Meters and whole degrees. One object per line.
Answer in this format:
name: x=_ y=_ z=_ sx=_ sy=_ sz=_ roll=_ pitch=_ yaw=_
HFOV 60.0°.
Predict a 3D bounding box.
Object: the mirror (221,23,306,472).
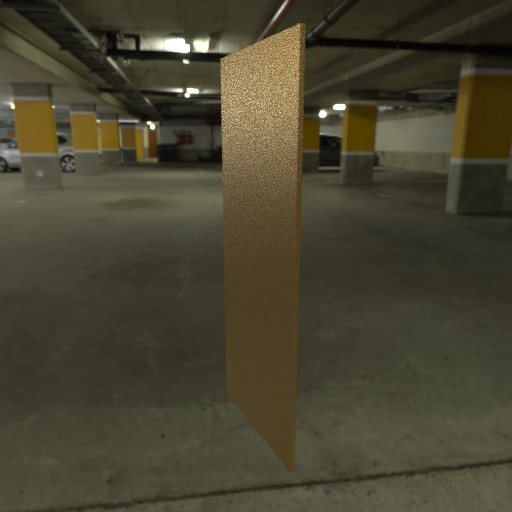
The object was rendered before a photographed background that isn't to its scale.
mirror: x=0.000 y=0.000 z=2.310 sx=0.025 sy=2.031 sz=0.812 roll=-7 pitch=16 yaw=-26
